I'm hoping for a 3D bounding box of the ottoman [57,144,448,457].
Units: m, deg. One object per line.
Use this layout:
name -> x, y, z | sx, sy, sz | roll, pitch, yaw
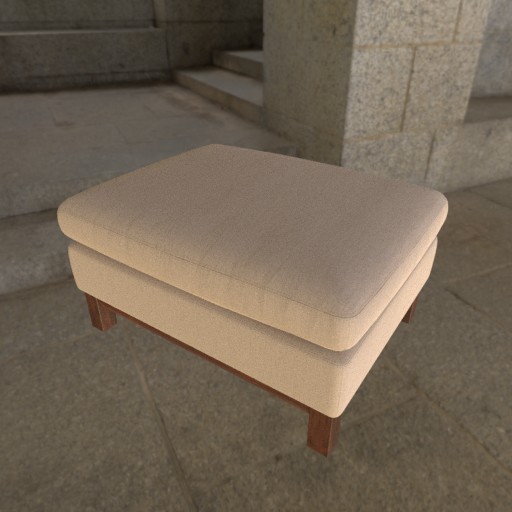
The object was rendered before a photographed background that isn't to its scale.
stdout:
ottoman -> 0.000, 0.000, 1.130 | 0.771, 0.420, 0.606 | 19, 35, 29
